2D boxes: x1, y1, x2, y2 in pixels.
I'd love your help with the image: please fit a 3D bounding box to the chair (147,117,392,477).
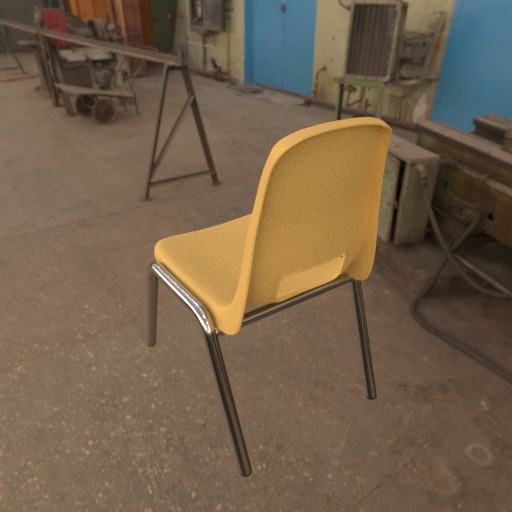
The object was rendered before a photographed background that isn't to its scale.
[{"bbox_3d":[0.000,0.000,0.842,0.354,0.586,0.423,-19,36,-28],"label":"chair"}]
